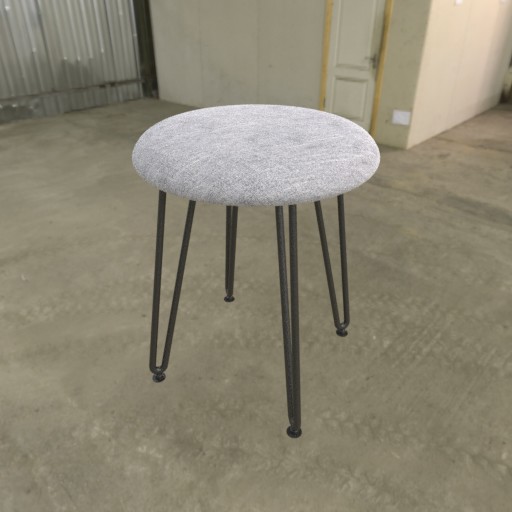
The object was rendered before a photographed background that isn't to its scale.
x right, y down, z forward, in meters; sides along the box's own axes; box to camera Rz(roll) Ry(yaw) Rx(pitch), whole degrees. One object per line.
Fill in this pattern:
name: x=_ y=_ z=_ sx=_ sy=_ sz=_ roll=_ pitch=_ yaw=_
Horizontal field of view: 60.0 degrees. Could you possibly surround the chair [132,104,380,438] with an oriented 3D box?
chair: x=0.000 y=0.000 z=0.649 sx=0.350 sy=0.386 sz=0.350 roll=-10 pitch=33 yaw=-16
